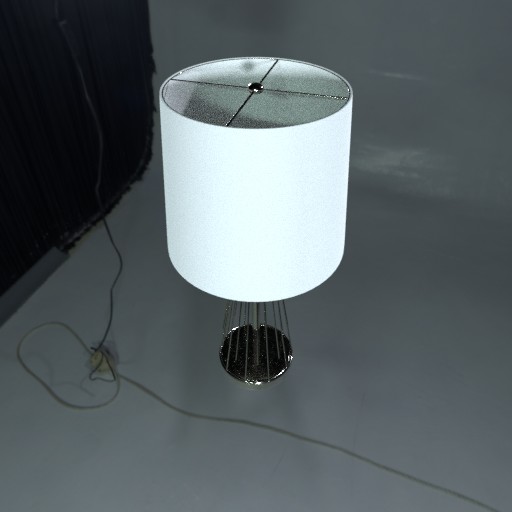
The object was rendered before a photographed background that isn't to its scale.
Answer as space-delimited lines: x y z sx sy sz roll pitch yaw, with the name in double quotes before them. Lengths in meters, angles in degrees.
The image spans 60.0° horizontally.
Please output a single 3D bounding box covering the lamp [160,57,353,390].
"lamp" 0.000 0.000 0.799 0.303 0.618 0.303 0 41 0
